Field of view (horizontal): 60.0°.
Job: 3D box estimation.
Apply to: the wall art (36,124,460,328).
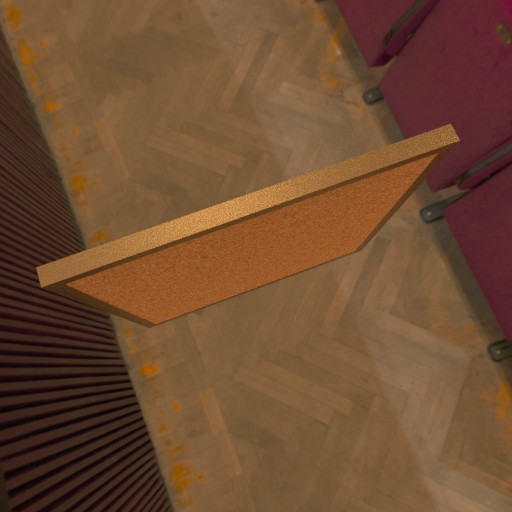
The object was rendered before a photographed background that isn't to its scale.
[{"bbox_3d":[0.000,0.000,1.137,0.767,0.765,0.036,-20,77,-5],"label":"wall art"}]
